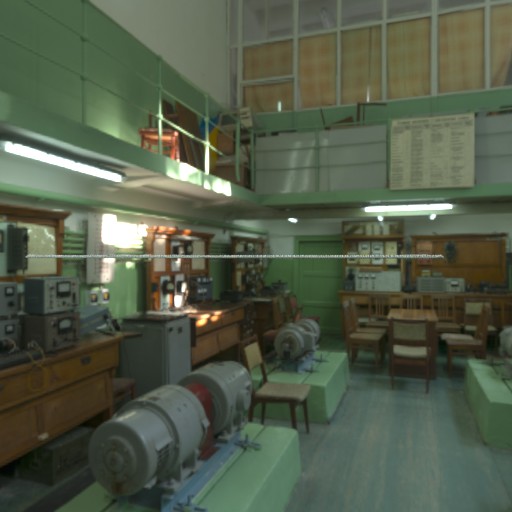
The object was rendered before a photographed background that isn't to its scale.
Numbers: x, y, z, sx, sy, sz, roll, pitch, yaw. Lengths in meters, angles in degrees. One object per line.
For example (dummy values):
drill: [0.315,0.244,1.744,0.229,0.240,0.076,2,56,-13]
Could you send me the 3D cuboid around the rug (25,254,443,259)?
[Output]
rug: [0.000,0.000,4.182,3.052,0.030,2.429,0,0,17]
